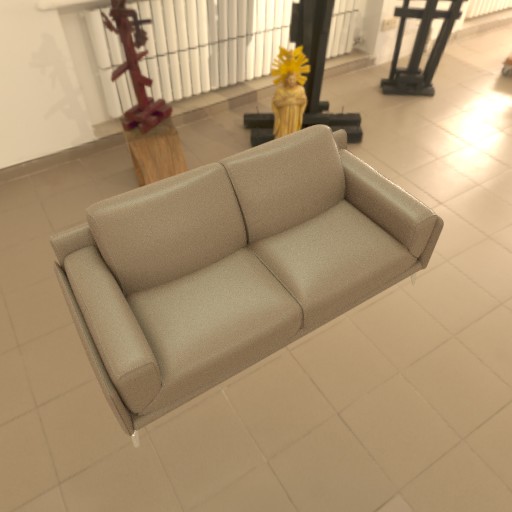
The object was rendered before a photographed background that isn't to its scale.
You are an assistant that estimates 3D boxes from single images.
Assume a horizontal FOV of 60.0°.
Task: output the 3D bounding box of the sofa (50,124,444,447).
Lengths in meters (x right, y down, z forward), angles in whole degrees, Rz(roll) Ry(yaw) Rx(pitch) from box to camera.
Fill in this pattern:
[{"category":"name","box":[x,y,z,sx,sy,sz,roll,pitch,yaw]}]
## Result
[{"category":"sofa","box":[0.000,0.000,2.608,2.101,0.930,1.049,-25,51,-22]}]
